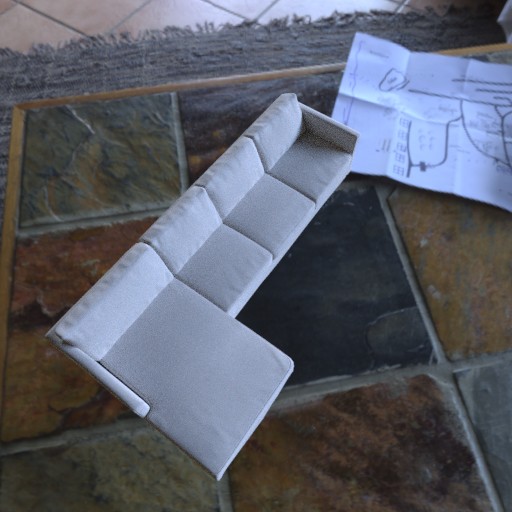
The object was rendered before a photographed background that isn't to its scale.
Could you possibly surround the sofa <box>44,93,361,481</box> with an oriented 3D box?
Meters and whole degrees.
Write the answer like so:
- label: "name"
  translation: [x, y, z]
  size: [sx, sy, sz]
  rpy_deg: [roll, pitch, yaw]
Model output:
- label: "sofa"
  translation: [0.000, 0.000, 3.892]
  size: [1.625, 0.861, 3.186]
  rpy_deg: [32, 66, 16]
